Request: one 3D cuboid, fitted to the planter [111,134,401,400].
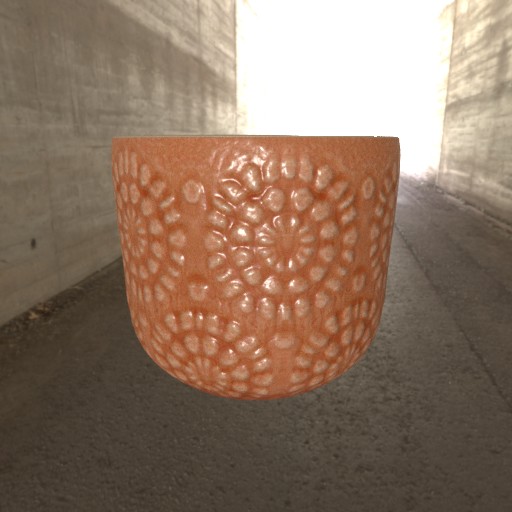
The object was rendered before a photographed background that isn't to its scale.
[{"bbox_3d":[0.000,0.000,0.210,0.124,0.109,0.124,0,15,0],"label":"planter"}]
